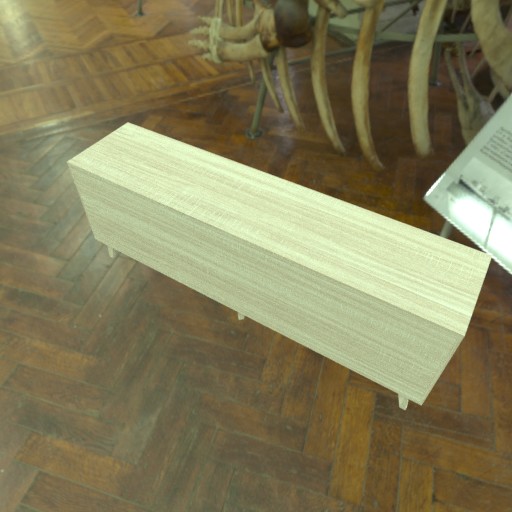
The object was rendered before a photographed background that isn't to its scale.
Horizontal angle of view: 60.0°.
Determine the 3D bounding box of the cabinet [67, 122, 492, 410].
[{"bbox_3d":[0.000,0.000,2.537,2.200,0.780,0.500,24,51,21],"label":"cabinet"}]
